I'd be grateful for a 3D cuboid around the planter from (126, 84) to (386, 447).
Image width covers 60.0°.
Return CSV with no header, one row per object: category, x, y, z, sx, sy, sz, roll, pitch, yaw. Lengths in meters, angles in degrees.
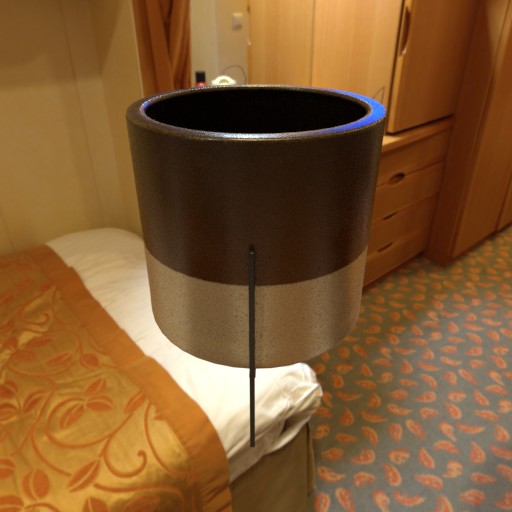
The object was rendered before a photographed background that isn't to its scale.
planter,0.000,0.000,0.708,0.345,0.465,0.354,1,30,2
